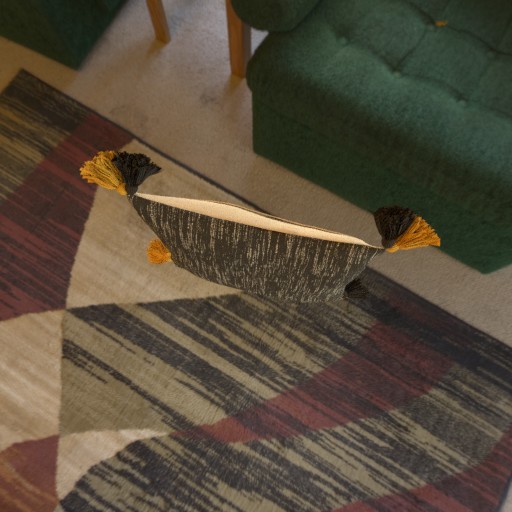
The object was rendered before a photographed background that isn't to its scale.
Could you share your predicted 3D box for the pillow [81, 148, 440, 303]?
[{"bbox_3d":[0.000,0.000,1.009,0.654,0.659,0.139,13,75,3],"label":"pillow"}]
